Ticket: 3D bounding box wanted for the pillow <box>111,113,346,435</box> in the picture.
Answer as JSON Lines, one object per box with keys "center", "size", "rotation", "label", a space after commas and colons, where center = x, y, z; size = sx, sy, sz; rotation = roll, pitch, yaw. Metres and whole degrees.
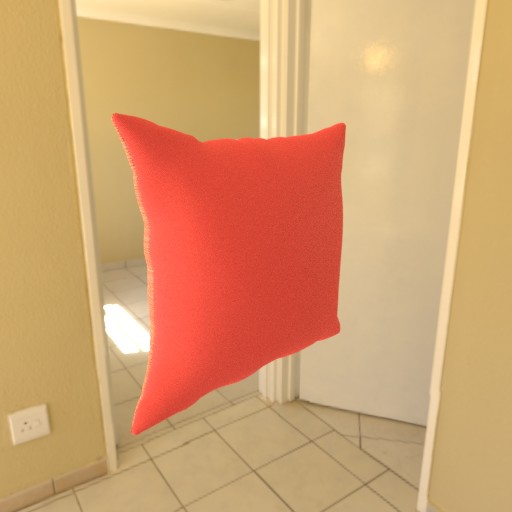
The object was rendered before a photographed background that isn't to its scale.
{"center": [0.000, 0.000, 0.838], "size": [0.559, 0.501, 0.229], "rotation": [-15, 21, -42], "label": "pillow"}
